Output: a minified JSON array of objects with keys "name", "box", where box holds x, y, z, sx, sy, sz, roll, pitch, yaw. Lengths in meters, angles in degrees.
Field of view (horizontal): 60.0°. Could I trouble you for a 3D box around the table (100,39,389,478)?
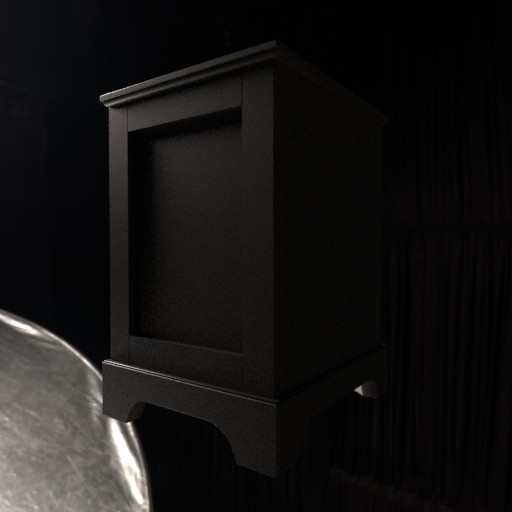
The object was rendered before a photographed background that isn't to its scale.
[{"name":"table","box":[0.000,0.000,0.917,0.399,0.610,0.460,1,2,36]}]
